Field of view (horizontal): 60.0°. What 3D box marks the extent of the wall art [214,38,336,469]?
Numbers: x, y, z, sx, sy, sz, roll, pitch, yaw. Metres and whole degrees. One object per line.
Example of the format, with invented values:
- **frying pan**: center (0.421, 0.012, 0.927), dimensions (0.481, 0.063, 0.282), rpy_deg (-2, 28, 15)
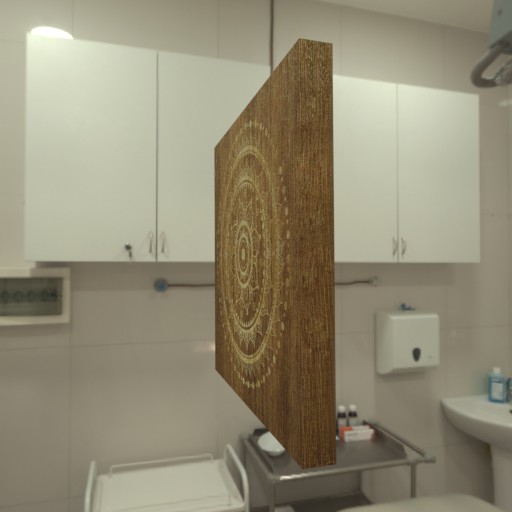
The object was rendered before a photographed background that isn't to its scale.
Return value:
- **wall art**: center (0.000, 0.000, 0.612), dimensions (0.039, 0.403, 0.406), rpy_deg (0, -1, -17)
